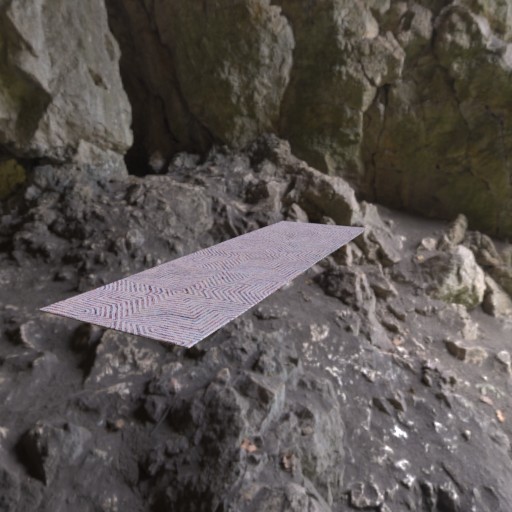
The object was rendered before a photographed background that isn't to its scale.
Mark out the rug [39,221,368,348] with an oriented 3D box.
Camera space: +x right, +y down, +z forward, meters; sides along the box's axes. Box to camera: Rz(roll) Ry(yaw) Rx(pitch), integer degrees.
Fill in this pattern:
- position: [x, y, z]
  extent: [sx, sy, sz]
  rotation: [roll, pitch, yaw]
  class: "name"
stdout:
- position: [0.000, 0.000, 2.713]
  extent: [0.771, 0.009, 2.443]
  rotation: [7, 16, 27]
  class: "rug"
